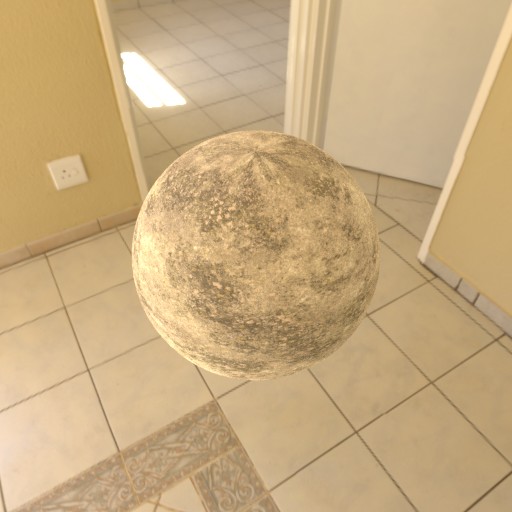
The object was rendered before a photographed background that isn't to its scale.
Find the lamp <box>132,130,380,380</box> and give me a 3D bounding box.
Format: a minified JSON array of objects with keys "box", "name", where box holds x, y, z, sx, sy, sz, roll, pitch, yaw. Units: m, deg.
[{"box":[0.000,0.000,0.782,0.422,0.429,0.422,0,46,0],"name":"lamp"}]
